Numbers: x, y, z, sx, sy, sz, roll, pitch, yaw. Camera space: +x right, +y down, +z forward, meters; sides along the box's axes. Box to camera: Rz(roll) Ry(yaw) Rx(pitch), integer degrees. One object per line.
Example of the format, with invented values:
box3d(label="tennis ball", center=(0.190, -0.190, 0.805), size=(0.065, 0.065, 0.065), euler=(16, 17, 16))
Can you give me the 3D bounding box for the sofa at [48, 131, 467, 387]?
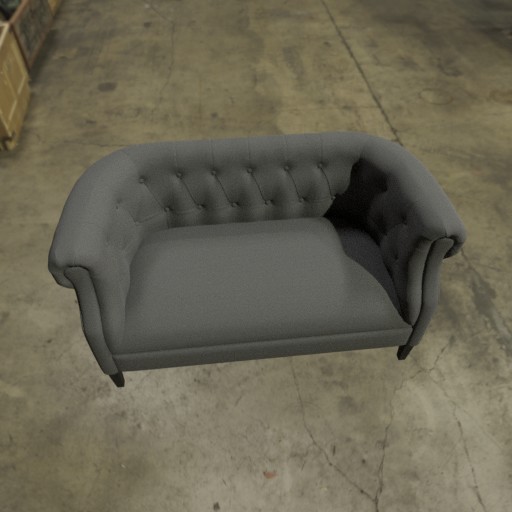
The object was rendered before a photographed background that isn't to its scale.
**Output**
box3d(label="sofa", center=(0.000, 0.000, 2.054), size=(1.558, 0.827, 0.835), euler=(-4, 48, -4))
